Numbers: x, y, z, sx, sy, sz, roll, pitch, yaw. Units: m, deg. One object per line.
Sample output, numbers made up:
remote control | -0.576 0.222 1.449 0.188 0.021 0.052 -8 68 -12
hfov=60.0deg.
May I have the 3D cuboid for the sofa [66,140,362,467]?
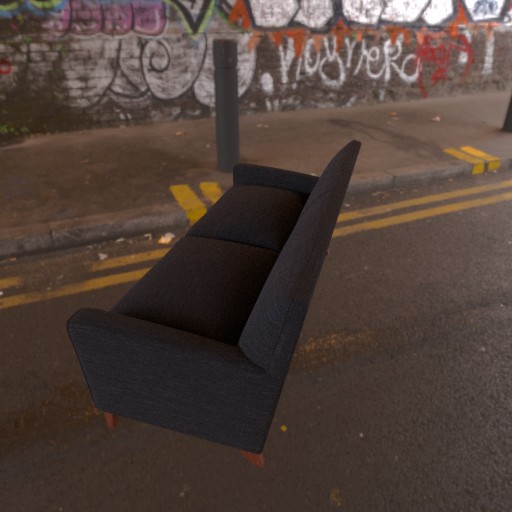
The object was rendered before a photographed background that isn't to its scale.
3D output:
sofa | 0.000 0.000 2.395 0.875 0.846 1.976 8 30 14
